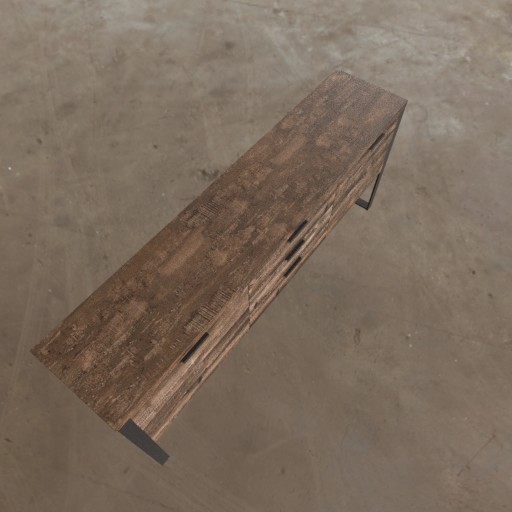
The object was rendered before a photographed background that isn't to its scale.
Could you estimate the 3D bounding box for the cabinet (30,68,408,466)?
[{"bbox_3d":[0.000,0.000,2.019,0.395,0.762,1.800,33,63,19],"label":"cabinet"}]
